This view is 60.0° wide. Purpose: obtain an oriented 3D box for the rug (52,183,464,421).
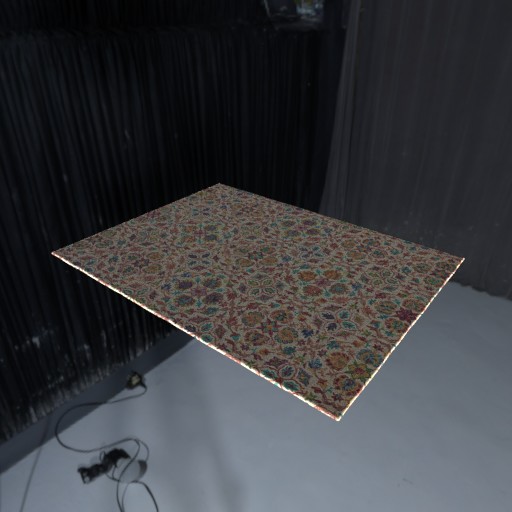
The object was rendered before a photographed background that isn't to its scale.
[{"bbox_3d":[0.000,0.000,4.325,3.215,0.020,2.446,22,37,33],"label":"rug"}]
